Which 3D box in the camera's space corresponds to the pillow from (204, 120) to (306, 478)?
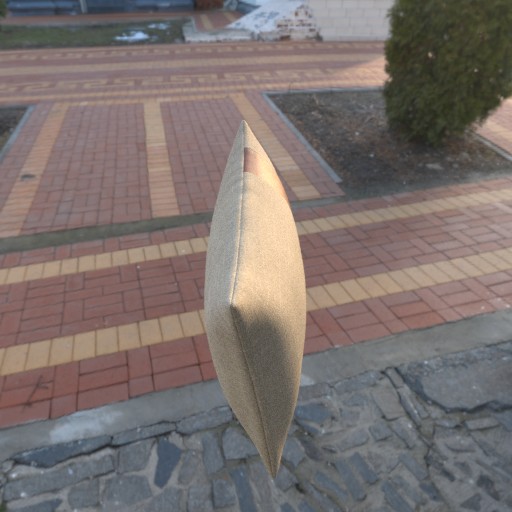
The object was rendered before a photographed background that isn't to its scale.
[{"bbox_3d":[0.000,0.000,0.741,0.155,0.282,0.612,0,33,0],"label":"pillow"}]
